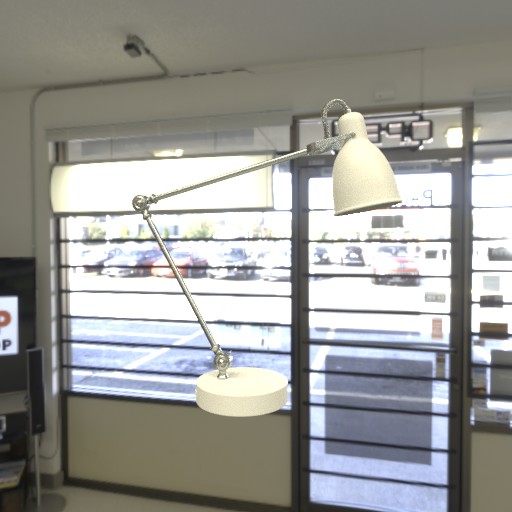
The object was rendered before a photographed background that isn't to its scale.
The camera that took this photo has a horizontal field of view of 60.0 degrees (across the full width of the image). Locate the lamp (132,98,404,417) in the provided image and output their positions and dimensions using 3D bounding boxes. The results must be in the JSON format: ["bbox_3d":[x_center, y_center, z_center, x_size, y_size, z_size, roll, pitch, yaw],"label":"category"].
[{"bbox_3d":[0.000,0.000,0.890,0.561,0.587,0.187,1,2,16],"label":"lamp"}]
